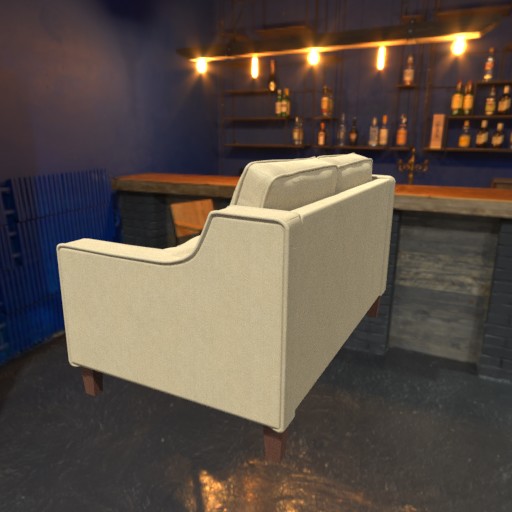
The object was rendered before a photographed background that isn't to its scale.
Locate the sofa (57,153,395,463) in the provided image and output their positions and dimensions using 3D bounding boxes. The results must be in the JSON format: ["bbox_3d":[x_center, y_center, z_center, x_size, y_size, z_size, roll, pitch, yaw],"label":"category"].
[{"bbox_3d":[0.000,0.000,2.152,0.987,0.971,1.501,8,17,27],"label":"sofa"}]
